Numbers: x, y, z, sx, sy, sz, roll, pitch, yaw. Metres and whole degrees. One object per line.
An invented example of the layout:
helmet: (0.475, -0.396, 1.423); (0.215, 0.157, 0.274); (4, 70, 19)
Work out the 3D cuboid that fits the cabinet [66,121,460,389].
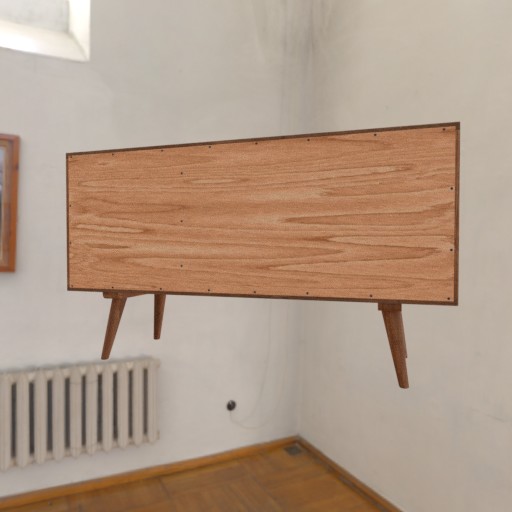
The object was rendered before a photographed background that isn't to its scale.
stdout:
cabinet: (0.000, 0.000, 1.734); (1.400, 0.800, 0.472); (0, 1, 18)
